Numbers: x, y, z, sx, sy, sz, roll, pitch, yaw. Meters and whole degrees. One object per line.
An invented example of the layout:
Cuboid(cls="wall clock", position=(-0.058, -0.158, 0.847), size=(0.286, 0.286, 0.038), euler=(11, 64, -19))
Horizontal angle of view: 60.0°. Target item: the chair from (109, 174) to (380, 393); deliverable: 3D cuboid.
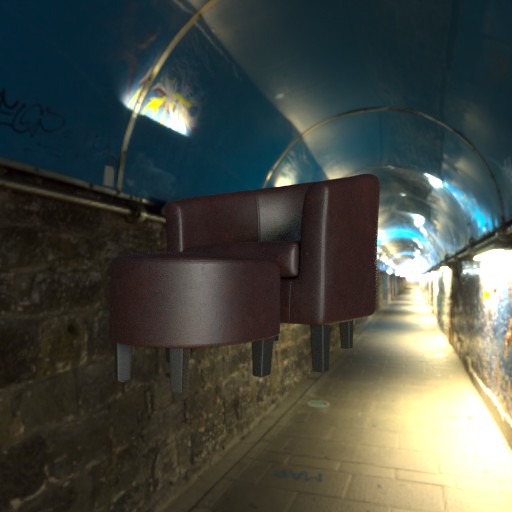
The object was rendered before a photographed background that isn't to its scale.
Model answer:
Cuboid(cls="chair", position=(0.000, 0.000, 1.652), size=(0.737, 0.755, 1.176), euler=(-2, -3, 35))
